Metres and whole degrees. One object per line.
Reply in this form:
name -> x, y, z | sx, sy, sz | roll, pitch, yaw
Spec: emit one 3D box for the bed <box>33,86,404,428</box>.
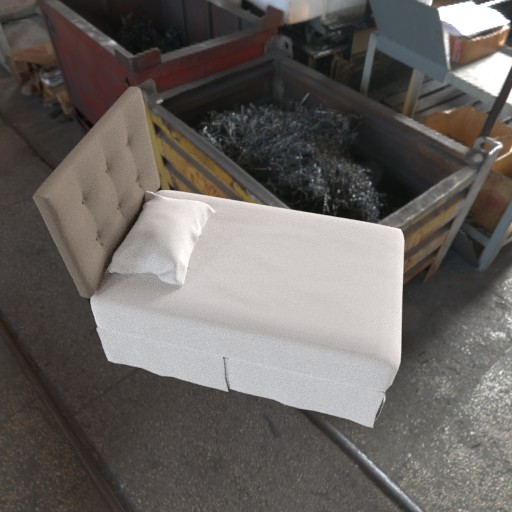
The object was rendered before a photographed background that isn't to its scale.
bed -> 0.000, 0.000, 2.929 | 1.997, 1.571, 1.261 | 10, 49, 9
